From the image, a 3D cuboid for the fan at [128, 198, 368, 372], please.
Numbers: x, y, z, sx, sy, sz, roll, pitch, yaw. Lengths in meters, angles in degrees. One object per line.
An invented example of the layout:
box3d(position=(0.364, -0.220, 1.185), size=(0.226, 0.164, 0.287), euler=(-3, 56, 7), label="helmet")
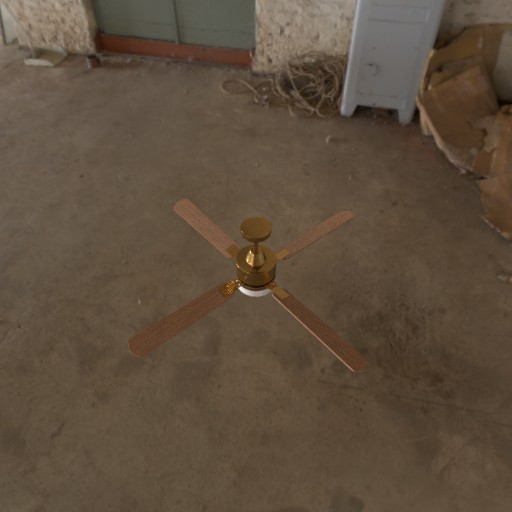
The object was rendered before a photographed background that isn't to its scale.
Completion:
box3d(position=(0.000, 0.000, 1.989), size=(1.320, 0.355, 1.320), euler=(-31, 54, -26), label="fan")
